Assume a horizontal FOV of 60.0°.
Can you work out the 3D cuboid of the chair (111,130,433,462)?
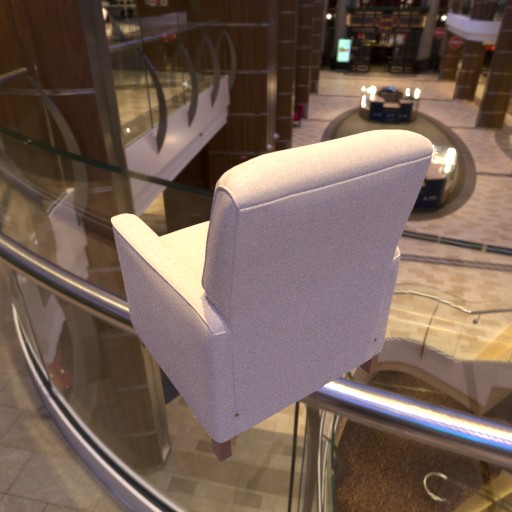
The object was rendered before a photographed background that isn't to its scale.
[{"bbox_3d":[0.000,0.000,1.639,0.841,1.023,0.858,-20,36,-29],"label":"chair"}]
